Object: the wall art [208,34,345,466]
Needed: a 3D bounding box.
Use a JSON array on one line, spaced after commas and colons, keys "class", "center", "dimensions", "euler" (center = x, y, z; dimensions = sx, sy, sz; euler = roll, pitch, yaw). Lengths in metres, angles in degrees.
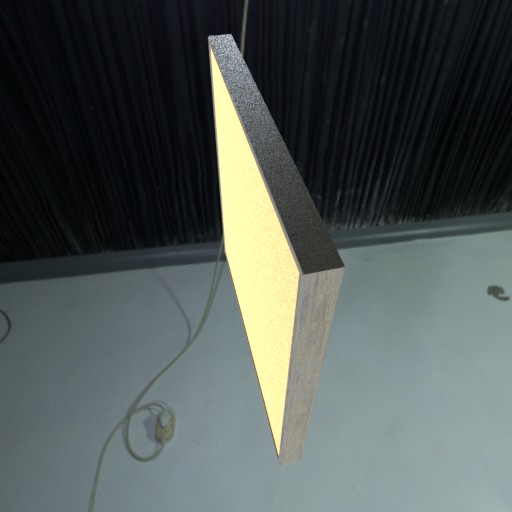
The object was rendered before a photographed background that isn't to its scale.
[{"class": "wall art", "center": [0.000, 0.000, 0.731], "dimensions": [0.037, 0.507, 0.507], "euler": [-10, 49, -9]}]
